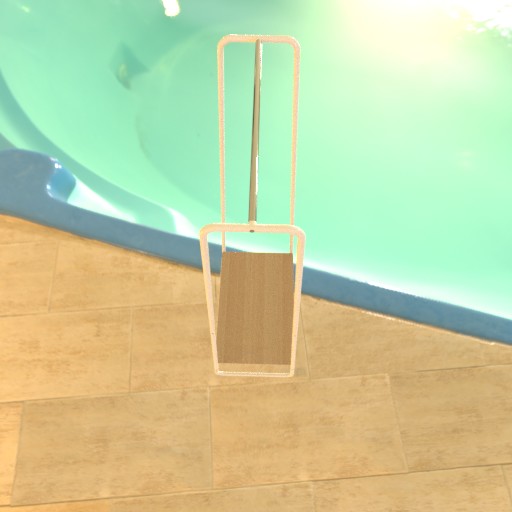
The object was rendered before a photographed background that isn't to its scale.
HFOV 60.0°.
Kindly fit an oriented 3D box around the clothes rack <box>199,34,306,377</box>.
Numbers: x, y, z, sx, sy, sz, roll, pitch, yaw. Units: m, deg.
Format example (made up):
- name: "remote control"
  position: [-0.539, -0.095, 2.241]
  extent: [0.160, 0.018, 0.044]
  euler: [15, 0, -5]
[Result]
- name: "clothes rack"
  position: [0.000, 0.000, 1.768]
  extent: [0.400, 1.500, 0.640]
  euler: [1, 63, 1]
